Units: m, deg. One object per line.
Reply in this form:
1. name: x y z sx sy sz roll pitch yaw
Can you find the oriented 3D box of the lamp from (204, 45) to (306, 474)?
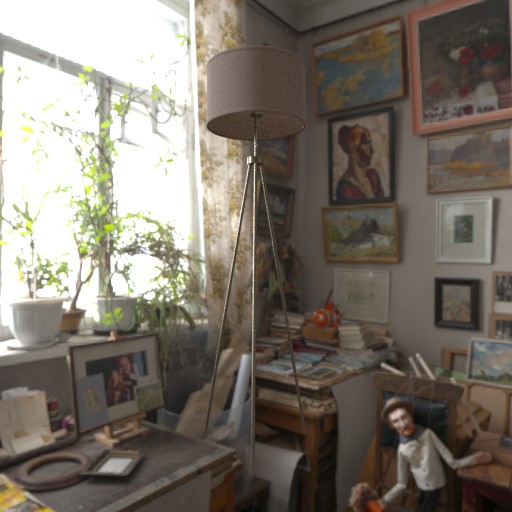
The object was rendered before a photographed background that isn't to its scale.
1. lamp: 0.000 0.000 1.798 0.449 1.545 0.460 0 0 -2
